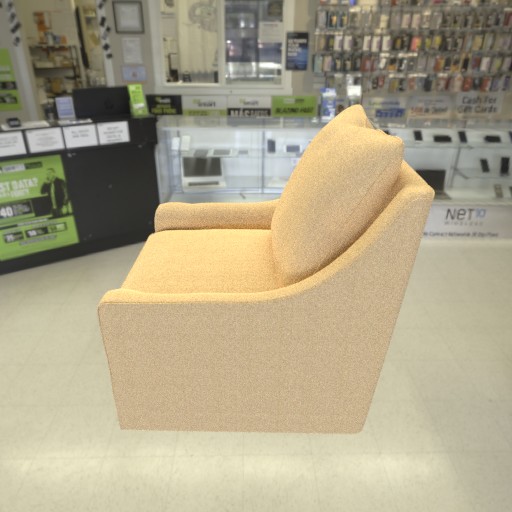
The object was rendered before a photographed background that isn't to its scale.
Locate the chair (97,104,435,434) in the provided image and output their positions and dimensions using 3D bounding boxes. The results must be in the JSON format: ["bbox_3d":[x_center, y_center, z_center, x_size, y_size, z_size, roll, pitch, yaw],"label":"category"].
[{"bbox_3d":[0.000,0.000,1.531,0.876,0.927,0.760,1,28,1],"label":"chair"}]
